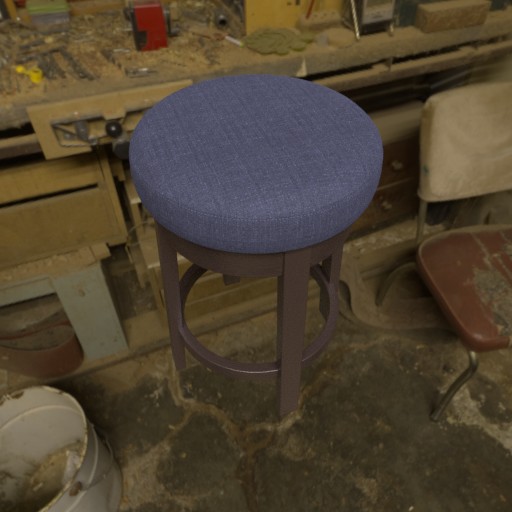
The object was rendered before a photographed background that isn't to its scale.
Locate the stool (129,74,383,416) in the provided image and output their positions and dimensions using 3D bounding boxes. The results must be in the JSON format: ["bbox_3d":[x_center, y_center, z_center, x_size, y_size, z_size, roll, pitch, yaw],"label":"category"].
[{"bbox_3d":[0.000,0.000,0.965,0.449,0.655,0.449,0,47,0],"label":"stool"}]
